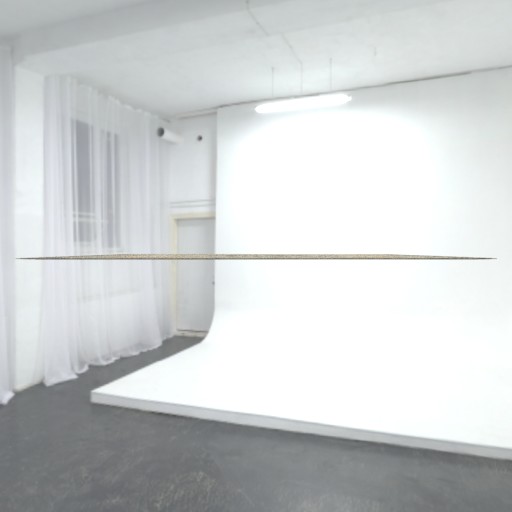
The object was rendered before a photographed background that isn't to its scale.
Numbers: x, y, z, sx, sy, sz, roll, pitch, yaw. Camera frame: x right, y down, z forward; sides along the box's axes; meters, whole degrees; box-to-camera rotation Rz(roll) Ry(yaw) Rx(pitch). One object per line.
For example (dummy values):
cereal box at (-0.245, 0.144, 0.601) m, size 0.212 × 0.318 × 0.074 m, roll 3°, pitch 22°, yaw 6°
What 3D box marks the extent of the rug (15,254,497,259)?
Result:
rug at (0.000, 0.000, 4.131) m, size 3.221 × 0.011 × 2.379 m, roll 0°, pitch 1°, yaw 0°
